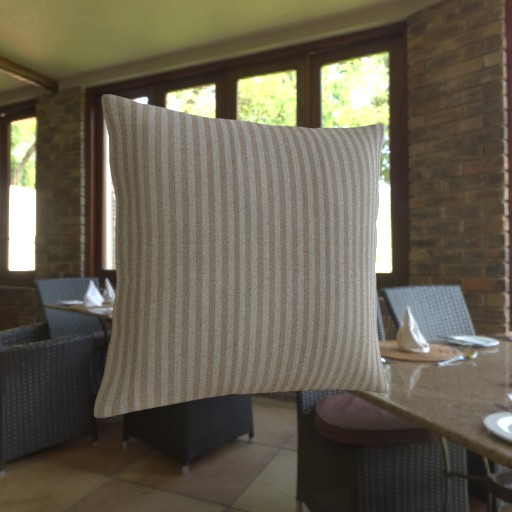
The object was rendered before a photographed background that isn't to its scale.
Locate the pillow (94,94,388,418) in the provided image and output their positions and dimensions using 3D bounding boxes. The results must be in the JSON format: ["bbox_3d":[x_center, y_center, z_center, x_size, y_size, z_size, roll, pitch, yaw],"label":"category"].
[{"bbox_3d":[0.000,0.000,0.767,0.523,0.510,0.166,0,-1,-18],"label":"pillow"}]
